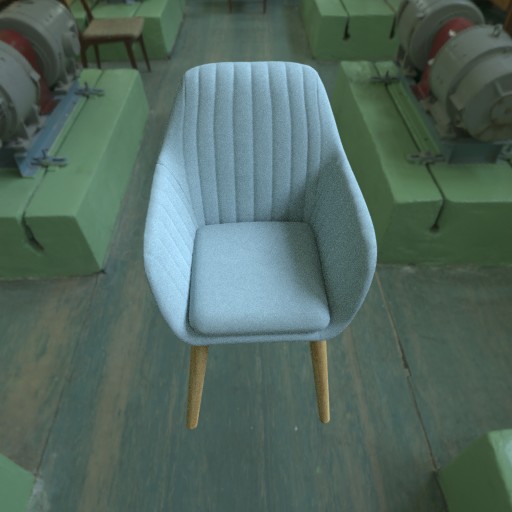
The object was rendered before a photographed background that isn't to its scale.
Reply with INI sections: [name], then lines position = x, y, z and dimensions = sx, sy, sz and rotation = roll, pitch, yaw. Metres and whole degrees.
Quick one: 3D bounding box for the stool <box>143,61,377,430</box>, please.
[stool]
position = 0.000, 0.000, 1.220
dimensions = 0.503, 0.830, 0.590
rotation = -2, 45, -2
